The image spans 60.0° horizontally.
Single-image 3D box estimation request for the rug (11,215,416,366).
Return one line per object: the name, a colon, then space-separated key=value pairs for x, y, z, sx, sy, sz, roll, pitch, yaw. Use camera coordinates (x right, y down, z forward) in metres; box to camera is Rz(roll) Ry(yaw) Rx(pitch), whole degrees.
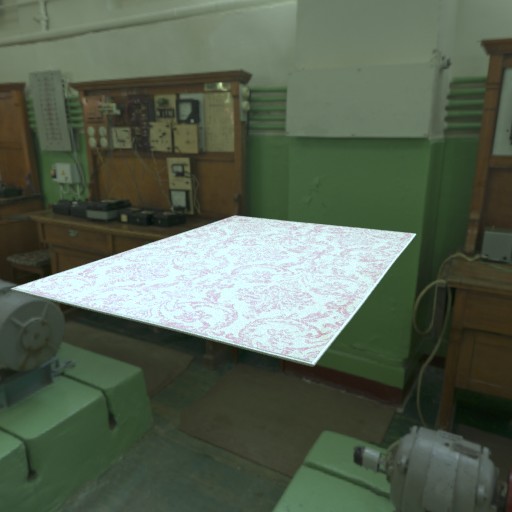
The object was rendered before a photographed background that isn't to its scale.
rug: x=0.000 y=0.000 z=2.780 sx=1.598 sy=0.014 sz=2.202 roll=8 pitch=18 yaw=27
